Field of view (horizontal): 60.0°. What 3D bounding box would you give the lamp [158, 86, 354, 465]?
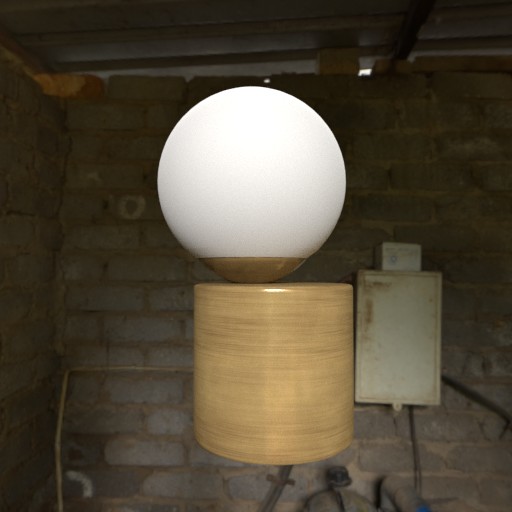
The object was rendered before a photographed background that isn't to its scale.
[{"bbox_3d":[0.000,0.000,0.334,0.141,0.250,0.152,1,-2,-36],"label":"lamp"}]
